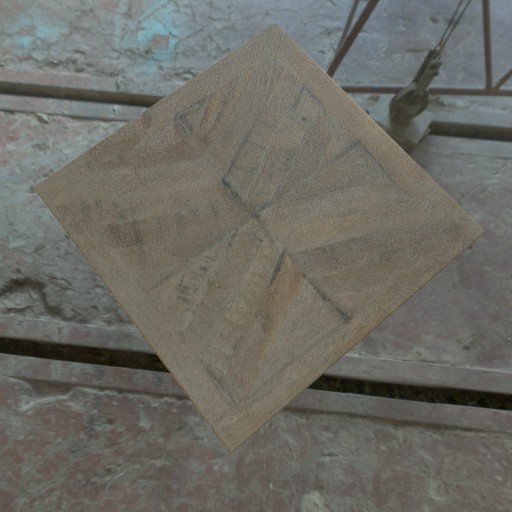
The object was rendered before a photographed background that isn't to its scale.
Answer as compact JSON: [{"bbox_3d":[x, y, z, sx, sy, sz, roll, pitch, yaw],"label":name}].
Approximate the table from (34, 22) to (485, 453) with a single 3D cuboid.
[{"bbox_3d":[0.000,0.000,0.945,0.498,0.550,0.499,-38,78,-10],"label":"table"}]
